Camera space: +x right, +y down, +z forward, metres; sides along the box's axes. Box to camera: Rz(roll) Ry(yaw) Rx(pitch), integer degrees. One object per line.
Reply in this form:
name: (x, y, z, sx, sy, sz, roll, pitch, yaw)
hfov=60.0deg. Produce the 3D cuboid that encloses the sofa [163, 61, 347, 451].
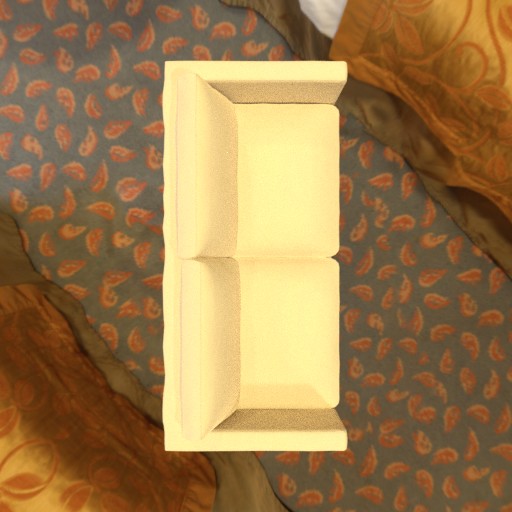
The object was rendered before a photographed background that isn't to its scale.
sofa: (0.000, 0.000, 2.509, 0.940, 0.870, 1.987, 0, 90, 0)
